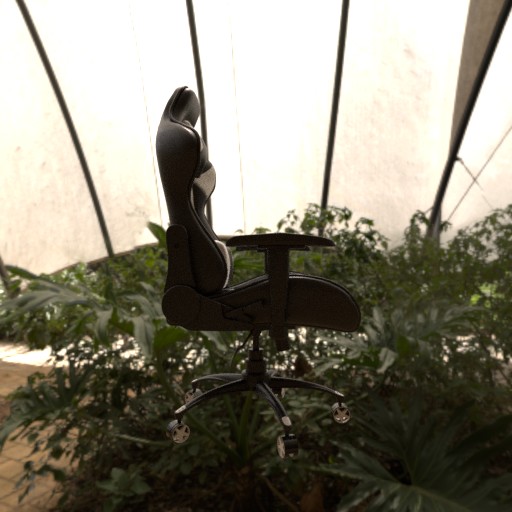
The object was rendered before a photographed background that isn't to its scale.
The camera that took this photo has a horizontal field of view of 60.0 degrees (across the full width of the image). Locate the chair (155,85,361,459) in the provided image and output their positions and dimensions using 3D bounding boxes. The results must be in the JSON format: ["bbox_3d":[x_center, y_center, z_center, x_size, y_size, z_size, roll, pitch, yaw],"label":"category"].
[{"bbox_3d":[0.000,0.000,1.724,0.695,1.285,0.730,0,-1,0],"label":"chair"}]
